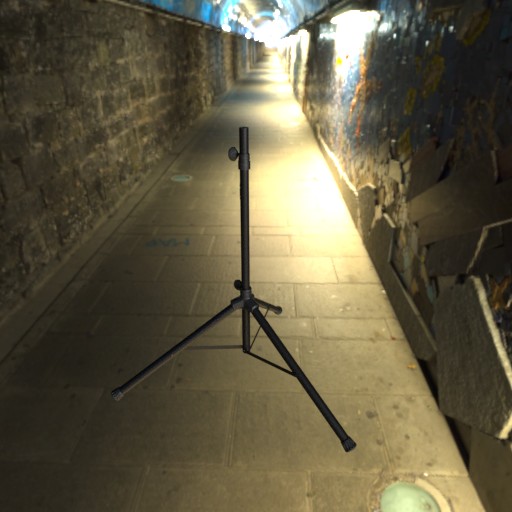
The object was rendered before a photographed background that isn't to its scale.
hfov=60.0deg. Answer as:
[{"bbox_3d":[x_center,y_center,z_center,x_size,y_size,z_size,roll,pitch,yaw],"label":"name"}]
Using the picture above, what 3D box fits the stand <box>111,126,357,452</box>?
[{"bbox_3d":[0.000,0.000,1.920,1.045,1.136,0.907,8,27,16],"label":"stand"}]
